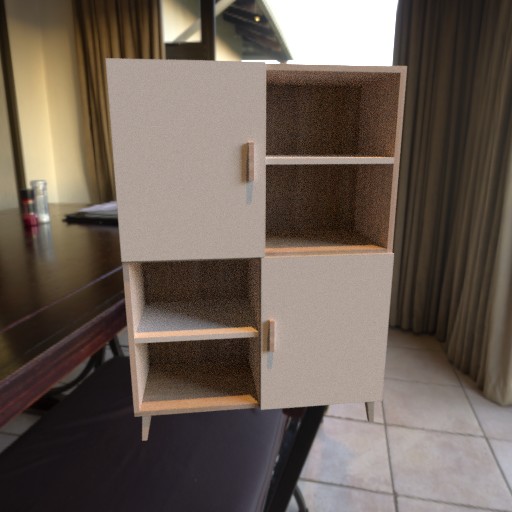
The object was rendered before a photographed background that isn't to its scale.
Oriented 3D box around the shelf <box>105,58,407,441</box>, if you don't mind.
[{"bbox_3d":[0.000,0.000,1.805,0.995,1.405,0.434,-2,15,-7],"label":"shelf"}]
